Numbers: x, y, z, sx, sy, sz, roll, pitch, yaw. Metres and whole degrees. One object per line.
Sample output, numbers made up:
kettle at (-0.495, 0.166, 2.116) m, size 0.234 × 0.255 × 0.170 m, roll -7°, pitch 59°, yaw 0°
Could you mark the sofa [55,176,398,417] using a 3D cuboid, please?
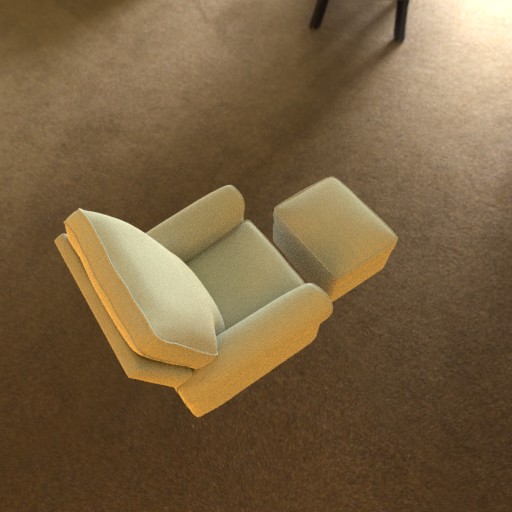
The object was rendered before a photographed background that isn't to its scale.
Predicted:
sofa at (0.000, 0.000, 2.117) m, size 1.478 × 0.959 × 0.880 m, roll -30°, pitch 62°, yaw -18°
